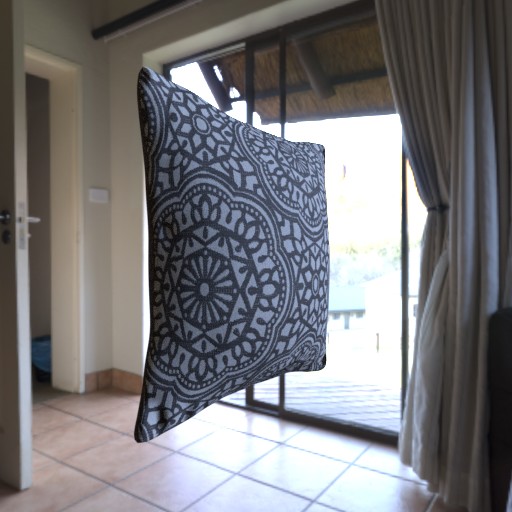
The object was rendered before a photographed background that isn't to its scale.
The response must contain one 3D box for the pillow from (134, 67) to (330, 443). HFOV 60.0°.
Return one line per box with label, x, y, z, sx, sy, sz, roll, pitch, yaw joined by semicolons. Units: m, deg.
pillow;0.000;0.000;0.656;0.148;0.417;0.436;0;-1;36
